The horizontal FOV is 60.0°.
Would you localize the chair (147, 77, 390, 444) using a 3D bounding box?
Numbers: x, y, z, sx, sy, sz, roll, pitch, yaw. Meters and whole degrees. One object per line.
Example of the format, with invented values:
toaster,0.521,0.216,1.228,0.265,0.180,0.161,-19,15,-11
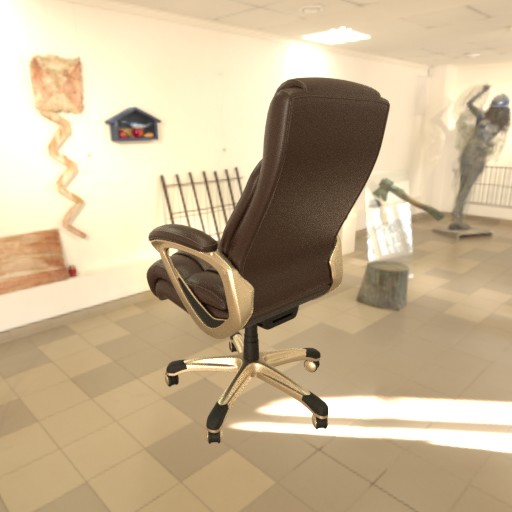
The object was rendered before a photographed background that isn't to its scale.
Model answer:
chair,0.000,0.000,1.659,0.692,1.194,0.749,-16,22,-43
